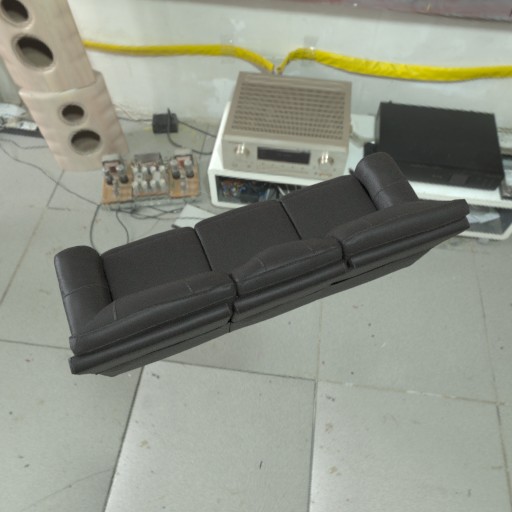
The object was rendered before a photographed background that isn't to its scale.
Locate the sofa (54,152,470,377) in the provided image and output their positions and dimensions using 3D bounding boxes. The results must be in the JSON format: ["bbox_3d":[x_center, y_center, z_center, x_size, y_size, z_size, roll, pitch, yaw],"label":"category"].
[{"bbox_3d":[0.000,0.000,3.159,2.627,1.134,1.104,-19,60,-11],"label":"sofa"}]
